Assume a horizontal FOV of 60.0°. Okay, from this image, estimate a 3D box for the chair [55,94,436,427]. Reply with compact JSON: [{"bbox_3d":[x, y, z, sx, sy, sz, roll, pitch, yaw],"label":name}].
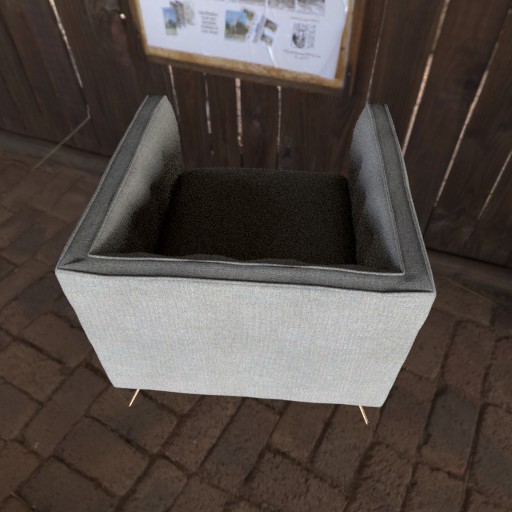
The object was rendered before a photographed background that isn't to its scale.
[{"bbox_3d":[0.000,0.000,1.605,0.920,0.799,0.912,3,47,3],"label":"chair"}]
